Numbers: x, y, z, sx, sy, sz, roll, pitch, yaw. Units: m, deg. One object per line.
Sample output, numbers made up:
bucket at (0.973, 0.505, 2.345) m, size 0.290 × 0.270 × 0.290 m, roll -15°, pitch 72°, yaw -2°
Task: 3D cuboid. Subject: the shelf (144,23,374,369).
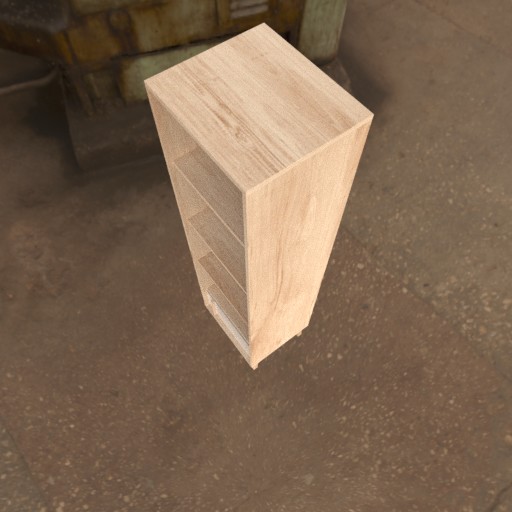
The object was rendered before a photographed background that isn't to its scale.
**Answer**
shelf at (0.000, 0.000, 2.148) m, size 0.450 × 1.960 × 0.510 m, roll -34°, pitch 67°, yaw -16°
